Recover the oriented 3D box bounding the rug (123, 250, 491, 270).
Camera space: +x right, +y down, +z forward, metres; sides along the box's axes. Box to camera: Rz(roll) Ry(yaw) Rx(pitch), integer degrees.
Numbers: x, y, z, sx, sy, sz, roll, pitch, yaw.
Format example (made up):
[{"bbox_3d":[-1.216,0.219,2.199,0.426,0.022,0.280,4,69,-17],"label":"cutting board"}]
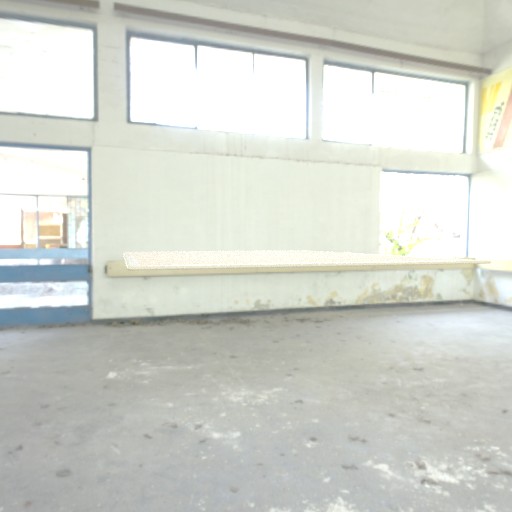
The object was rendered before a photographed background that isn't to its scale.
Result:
[{"bbox_3d":[0.000,0.000,4.794,2.734,0.037,3.659,-1,2,-17],"label":"rug"}]
